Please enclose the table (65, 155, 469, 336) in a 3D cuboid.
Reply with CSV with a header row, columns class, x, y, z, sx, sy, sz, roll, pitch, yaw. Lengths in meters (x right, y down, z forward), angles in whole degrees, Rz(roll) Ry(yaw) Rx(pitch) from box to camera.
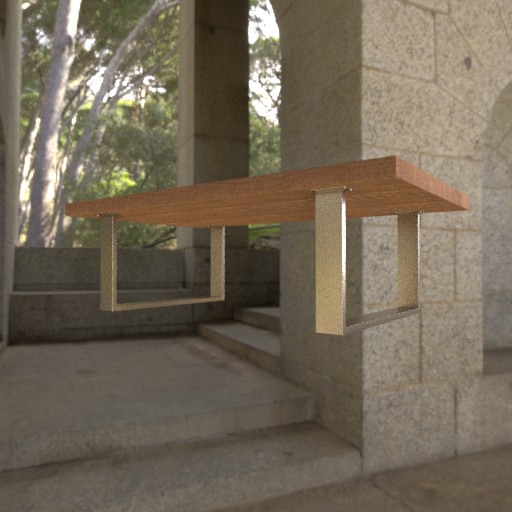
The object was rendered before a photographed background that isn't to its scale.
class,x,y,z,sx,sy,sz,roll,pitch,yaw
table,0.000,0.000,1.758,1.400,0.440,0.800,-1,-1,37
